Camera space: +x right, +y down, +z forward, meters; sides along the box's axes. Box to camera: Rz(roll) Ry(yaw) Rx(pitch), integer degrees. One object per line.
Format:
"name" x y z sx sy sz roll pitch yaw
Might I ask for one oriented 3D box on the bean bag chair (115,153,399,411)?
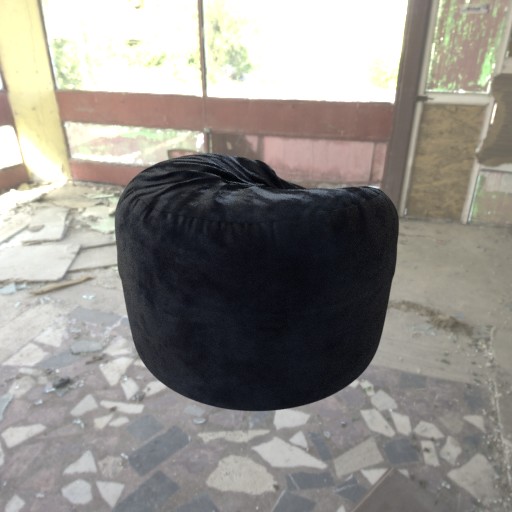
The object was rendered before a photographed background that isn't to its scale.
"bean bag chair" 0.000 0.000 1.532 0.918 0.616 0.918 0 26 0
